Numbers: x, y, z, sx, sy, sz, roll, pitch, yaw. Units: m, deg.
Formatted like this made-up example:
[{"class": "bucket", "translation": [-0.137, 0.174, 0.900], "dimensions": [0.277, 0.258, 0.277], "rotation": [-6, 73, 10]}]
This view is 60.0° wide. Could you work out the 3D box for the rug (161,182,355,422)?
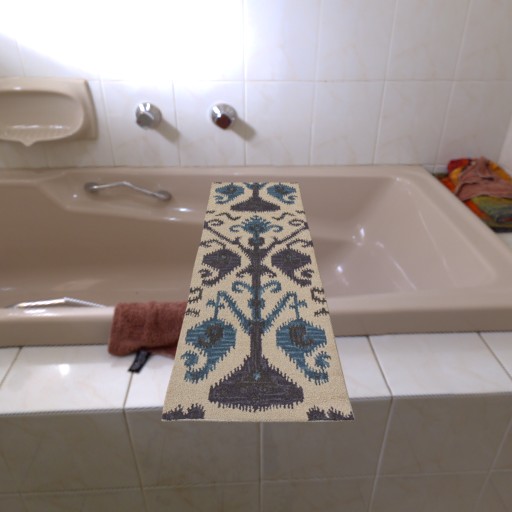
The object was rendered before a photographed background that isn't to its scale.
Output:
[{"class": "rug", "translation": [0.000, 0.000, 2.555], "dimensions": [0.692, 0.017, 2.301], "rotation": [0, 31, 0]}]
